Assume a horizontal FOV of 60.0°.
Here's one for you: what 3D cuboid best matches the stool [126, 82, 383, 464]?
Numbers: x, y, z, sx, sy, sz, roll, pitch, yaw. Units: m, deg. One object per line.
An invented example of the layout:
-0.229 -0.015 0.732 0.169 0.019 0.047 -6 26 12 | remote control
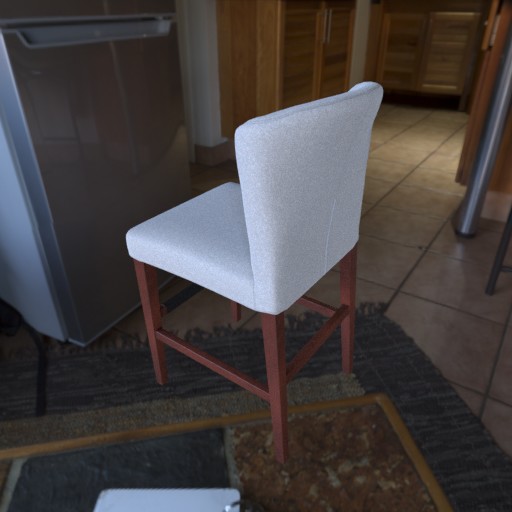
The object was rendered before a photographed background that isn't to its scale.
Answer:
0.000 0.000 1.271 0.568 0.968 0.479 20 37 30 | stool
